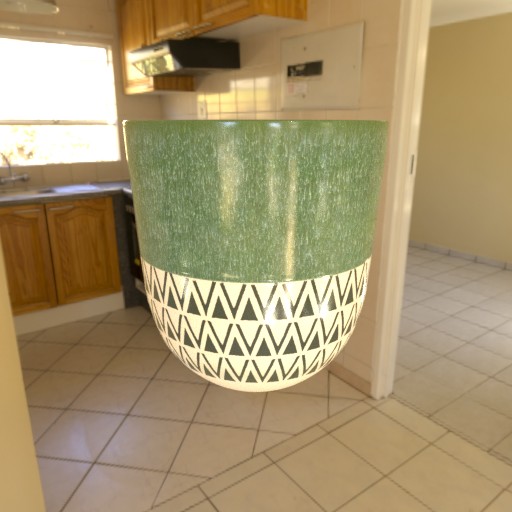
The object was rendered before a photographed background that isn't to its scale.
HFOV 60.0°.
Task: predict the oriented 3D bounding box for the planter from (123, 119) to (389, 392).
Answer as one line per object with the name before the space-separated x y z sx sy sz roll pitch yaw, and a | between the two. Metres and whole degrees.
planter | 0.000 0.000 0.367 0.195 0.214 0.195 0 17 0
